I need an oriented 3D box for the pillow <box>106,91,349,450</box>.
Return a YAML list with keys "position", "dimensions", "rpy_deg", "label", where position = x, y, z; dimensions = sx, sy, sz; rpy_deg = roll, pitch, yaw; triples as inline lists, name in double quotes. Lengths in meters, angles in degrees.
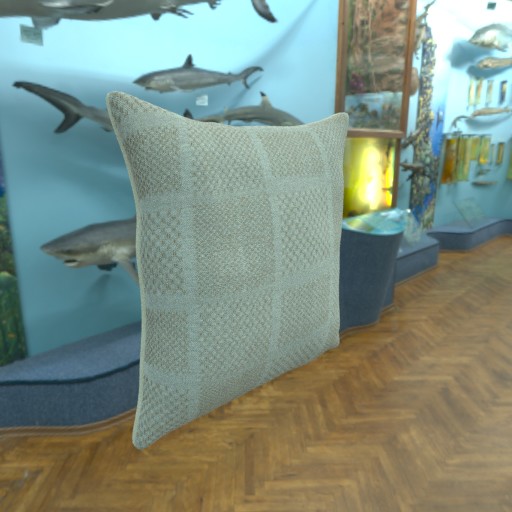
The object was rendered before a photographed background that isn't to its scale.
- position: [0.000, 0.000, 0.663]
  dimensions: [0.436, 0.432, 0.138]
  rpy_deg: [-13, 19, -43]
  label: "pillow"
